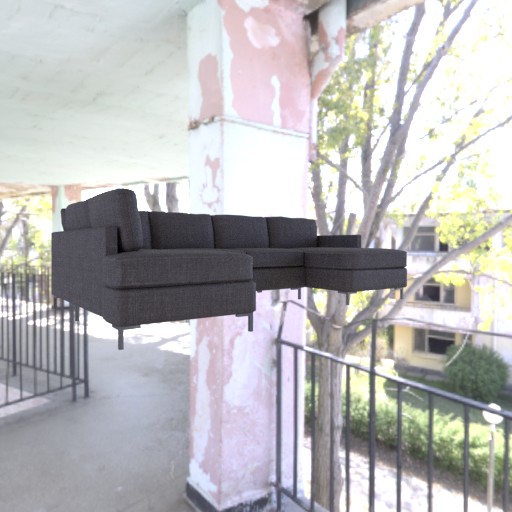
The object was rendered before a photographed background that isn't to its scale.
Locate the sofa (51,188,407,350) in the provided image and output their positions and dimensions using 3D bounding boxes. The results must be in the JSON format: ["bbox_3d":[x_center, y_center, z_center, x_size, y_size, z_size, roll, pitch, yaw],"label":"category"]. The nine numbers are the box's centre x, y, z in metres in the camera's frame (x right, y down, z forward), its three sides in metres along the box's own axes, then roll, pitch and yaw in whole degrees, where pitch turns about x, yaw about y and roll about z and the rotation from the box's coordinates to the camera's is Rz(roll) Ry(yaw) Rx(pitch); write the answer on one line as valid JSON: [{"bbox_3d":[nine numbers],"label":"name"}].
[{"bbox_3d":[0.000,0.000,4.366,3.423,0.999,2.048,-1,2,-35],"label":"sofa"}]
